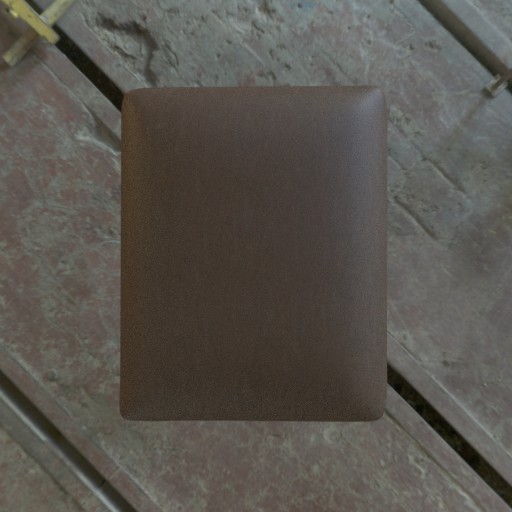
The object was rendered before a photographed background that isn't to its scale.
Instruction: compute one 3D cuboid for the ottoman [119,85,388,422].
[{"bbox_3d":[0.000,0.000,1.183,0.635,0.508,0.787,0,90,1],"label":"ottoman"}]
